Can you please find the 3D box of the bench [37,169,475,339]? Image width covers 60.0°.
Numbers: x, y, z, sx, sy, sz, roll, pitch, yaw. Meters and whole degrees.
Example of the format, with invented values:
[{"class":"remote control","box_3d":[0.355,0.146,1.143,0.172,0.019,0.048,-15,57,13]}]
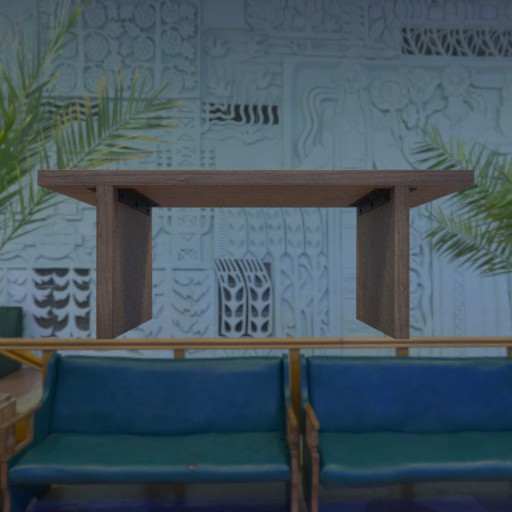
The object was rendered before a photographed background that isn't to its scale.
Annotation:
[{"class":"bench","box_3d":[0.000,0.000,1.423,1.183,0.458,0.458,0,-1,0]}]
